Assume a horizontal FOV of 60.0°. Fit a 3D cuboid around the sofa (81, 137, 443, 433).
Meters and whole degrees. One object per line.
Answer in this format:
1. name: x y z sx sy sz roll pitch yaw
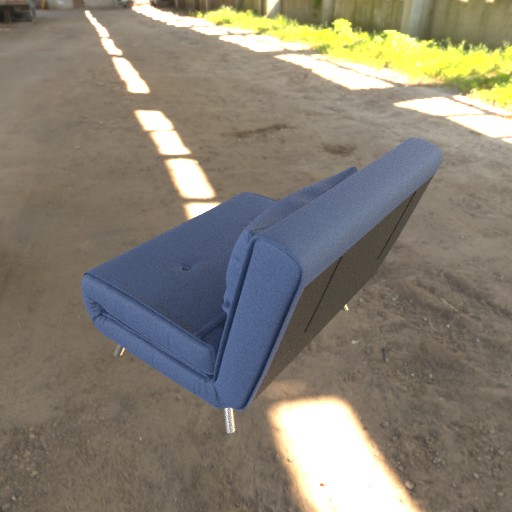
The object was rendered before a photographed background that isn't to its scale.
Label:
1. sofa: 0.000 0.000 1.748 0.996 0.860 0.999 22 38 31
